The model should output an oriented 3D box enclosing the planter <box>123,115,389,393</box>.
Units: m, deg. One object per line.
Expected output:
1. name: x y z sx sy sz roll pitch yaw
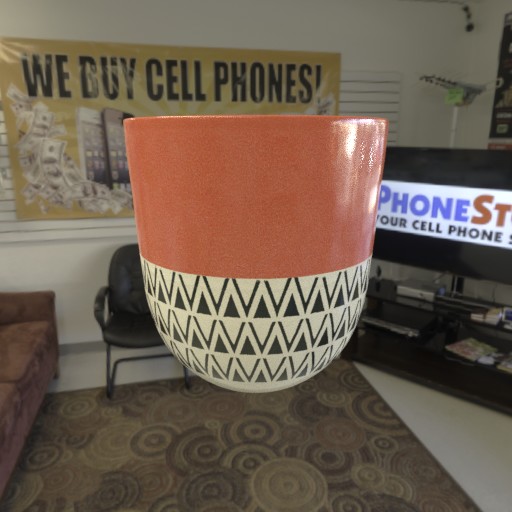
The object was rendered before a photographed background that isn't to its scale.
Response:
1. planter: 0.000 0.000 0.366 0.195 0.214 0.195 0 15 0
